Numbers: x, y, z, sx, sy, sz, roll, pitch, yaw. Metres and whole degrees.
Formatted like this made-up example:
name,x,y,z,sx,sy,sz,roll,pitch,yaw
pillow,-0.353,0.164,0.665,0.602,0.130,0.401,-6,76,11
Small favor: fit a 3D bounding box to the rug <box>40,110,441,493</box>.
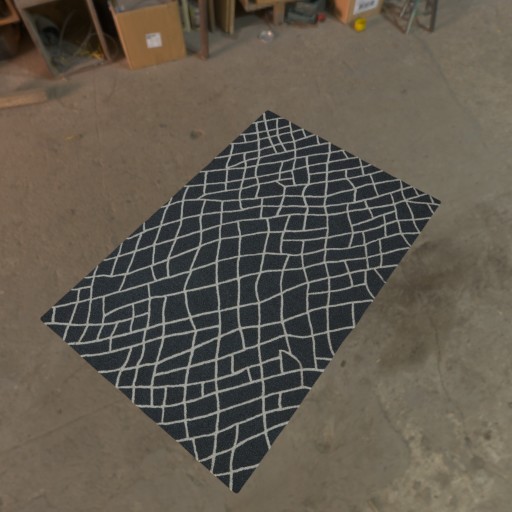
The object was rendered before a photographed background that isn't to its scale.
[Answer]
name,x,y,z,sx,sy,sz,roll,pitch,yaw
rug,0.000,0.000,2.305,1.223,0.013,1.830,34,65,18
